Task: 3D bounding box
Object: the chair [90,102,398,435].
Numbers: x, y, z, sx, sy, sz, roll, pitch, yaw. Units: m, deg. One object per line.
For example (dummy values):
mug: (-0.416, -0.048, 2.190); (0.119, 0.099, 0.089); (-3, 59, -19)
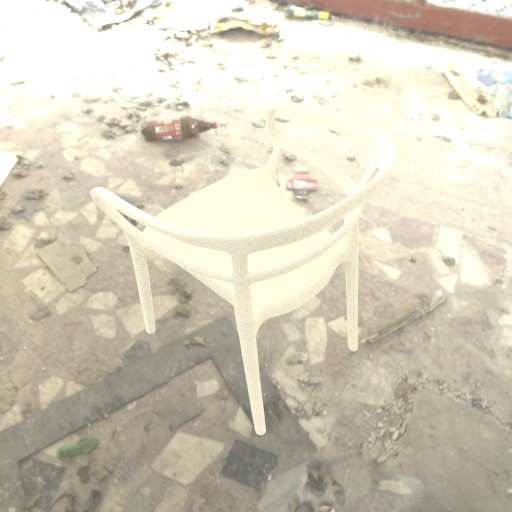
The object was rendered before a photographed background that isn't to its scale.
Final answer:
chair: (0.000, 0.000, 1.141); (0.559, 0.761, 0.527); (-34, 57, -26)
